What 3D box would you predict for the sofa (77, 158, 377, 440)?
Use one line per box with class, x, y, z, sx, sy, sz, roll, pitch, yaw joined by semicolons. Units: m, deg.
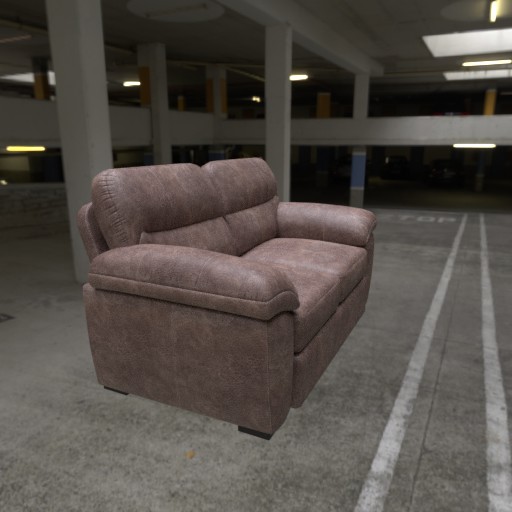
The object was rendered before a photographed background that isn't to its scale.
sofa;0.000;0.000;2.420;0.991;0.991;1.753;7;16;25
